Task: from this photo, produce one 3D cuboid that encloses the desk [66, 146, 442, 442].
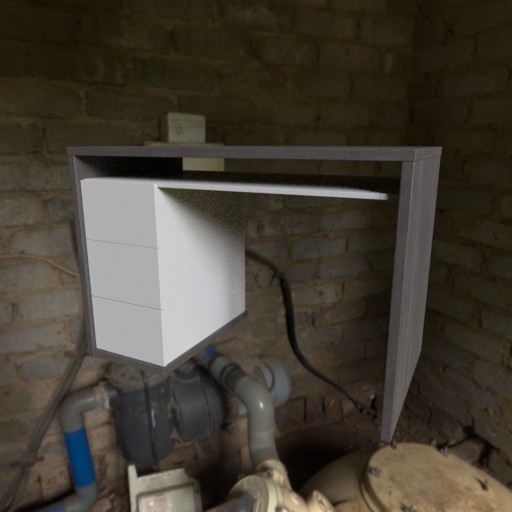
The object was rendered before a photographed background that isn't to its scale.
[{"bbox_3d":[0.000,0.000,1.568,1.100,0.750,0.600,7,16,26],"label":"desk"}]
